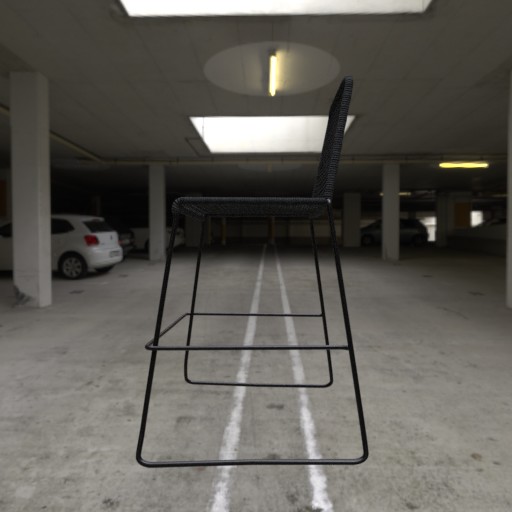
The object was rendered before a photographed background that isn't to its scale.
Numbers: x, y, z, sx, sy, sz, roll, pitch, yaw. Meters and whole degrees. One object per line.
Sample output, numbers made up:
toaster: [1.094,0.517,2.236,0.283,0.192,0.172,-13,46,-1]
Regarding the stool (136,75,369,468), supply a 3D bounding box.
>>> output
stool: [0.000,0.000,1.231,0.509,0.905,0.590,0,1,2]
